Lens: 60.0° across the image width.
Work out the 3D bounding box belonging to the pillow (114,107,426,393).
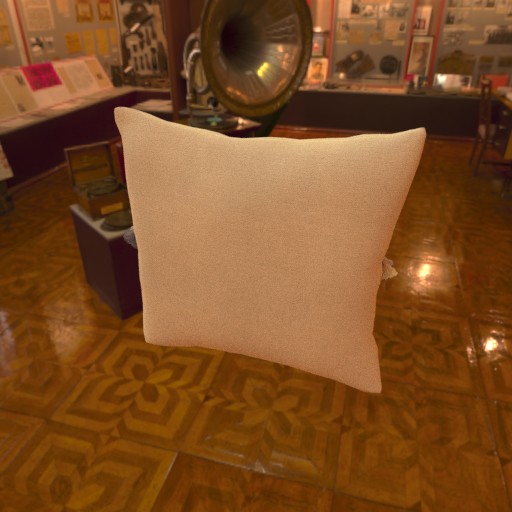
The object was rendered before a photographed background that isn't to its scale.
[{"bbox_3d":[0.000,0.000,0.769,0.489,0.481,0.165,9,31,15],"label":"pillow"}]
